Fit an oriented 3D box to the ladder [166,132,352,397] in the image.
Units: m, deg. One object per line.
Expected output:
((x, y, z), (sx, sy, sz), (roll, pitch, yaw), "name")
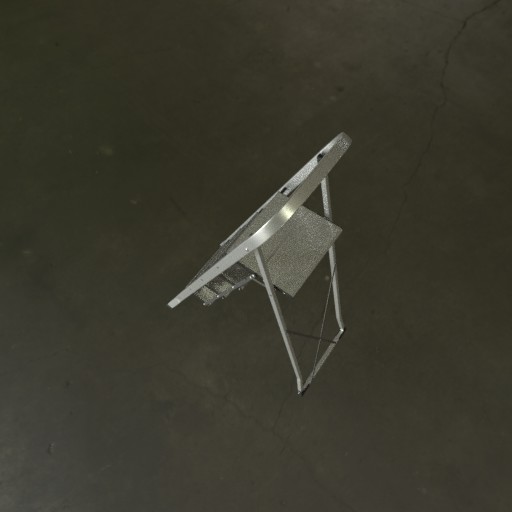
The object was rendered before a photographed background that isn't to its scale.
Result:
((0.000, 0.000, 1.711), (0.830, 1.290, 0.465), (33, 67, 16), "ladder")
